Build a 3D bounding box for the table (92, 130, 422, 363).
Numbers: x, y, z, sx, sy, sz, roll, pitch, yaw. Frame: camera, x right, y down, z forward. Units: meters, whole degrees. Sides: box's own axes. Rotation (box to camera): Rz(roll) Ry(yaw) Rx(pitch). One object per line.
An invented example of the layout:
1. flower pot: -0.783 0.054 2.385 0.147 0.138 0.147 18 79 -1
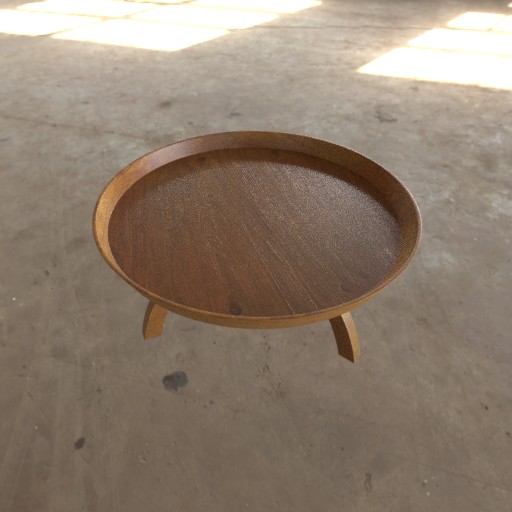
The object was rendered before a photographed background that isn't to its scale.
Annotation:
1. table: 0.000 0.000 1.557 1.016 0.470 1.016 0 41 0
